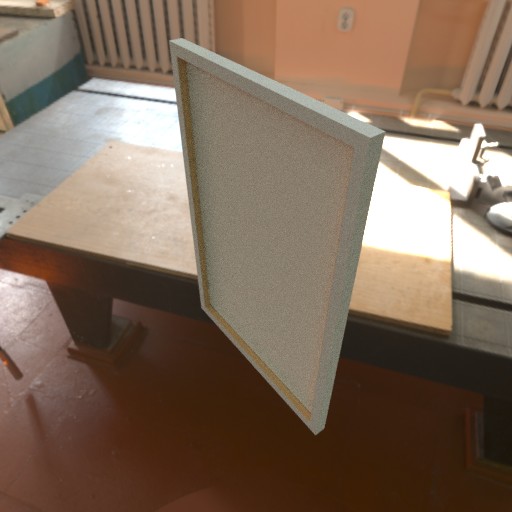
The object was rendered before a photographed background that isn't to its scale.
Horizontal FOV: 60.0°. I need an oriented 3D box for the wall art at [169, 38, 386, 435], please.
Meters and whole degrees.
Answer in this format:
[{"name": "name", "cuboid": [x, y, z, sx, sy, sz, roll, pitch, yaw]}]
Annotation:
[{"name": "wall art", "cuboid": [0.000, 0.000, 1.146, 0.038, 0.912, 0.607, -27, 48, -27]}]
